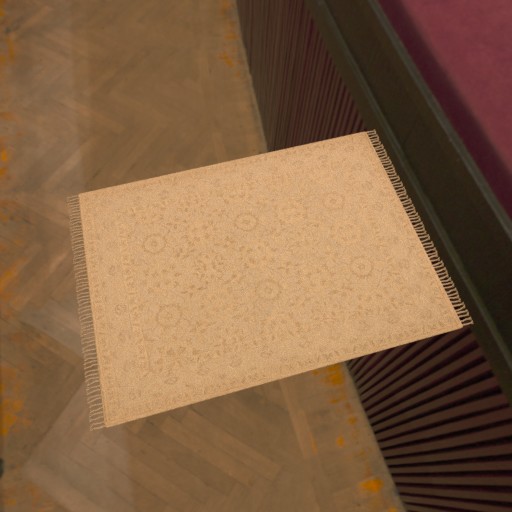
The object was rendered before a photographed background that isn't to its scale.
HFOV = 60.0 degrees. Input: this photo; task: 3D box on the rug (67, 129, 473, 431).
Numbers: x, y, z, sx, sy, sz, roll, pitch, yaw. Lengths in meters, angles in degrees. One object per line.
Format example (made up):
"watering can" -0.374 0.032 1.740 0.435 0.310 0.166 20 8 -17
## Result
"rug" 0.000 0.000 2.224 1.771 0.015 1.223 -14 64 -7
